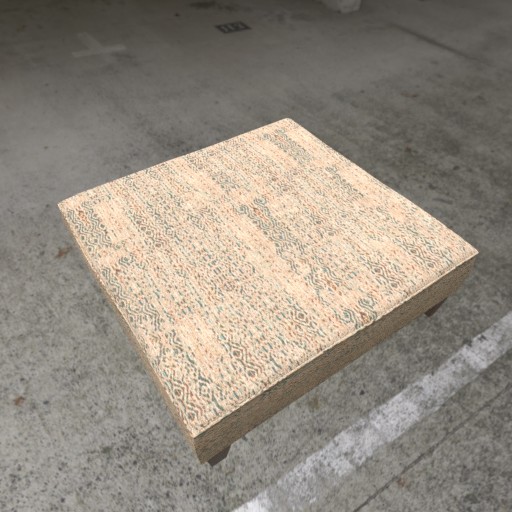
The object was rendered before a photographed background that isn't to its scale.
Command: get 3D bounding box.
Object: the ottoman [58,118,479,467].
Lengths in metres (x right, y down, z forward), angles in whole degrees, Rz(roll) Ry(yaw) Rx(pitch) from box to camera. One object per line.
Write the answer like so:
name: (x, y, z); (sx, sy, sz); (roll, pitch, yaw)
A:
ottoman: (0.000, 0.000, 1.528); (1.004, 0.356, 0.968); (-26, 52, -23)
